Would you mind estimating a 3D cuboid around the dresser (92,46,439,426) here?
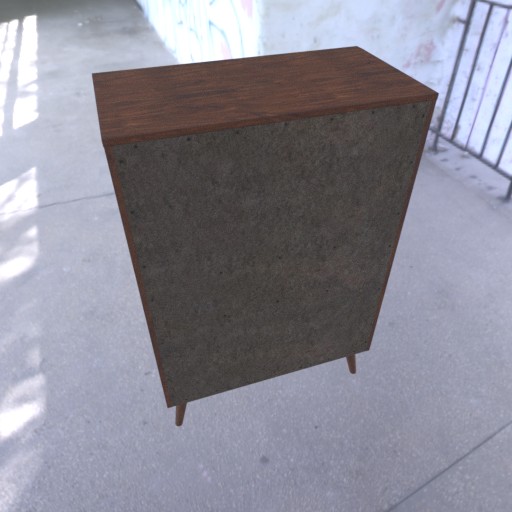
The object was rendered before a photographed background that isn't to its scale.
[{"bbox_3d":[0.000,0.000,1.760,0.919,1.365,0.498,-12,42,-14],"label":"dresser"}]
